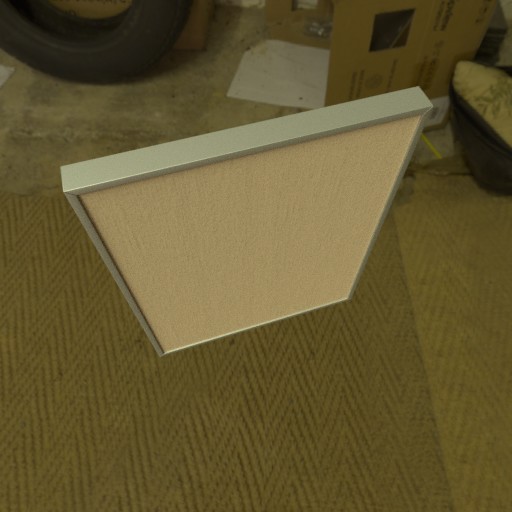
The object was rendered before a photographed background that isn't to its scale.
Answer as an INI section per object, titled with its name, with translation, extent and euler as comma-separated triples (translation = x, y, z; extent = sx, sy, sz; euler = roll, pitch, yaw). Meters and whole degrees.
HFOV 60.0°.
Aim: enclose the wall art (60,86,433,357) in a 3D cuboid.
[wall art]
translation = 0.000, 0.000, 0.755
extent = 0.445, 0.553, 0.039
euler = -15, 60, -9
